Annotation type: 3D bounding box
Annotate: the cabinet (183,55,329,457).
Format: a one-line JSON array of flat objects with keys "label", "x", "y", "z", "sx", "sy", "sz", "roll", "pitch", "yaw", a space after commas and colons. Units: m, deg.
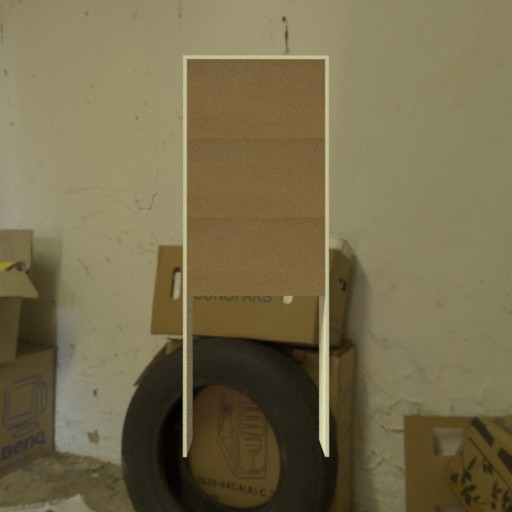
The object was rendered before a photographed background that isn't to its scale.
[{"label": "cabinet", "x": 0.000, "y": 0.000, "z": 2.051, "sx": 0.643, "sy": 1.770, "sz": 0.192, "roll": 0, "pitch": 0, "yaw": 0}]
